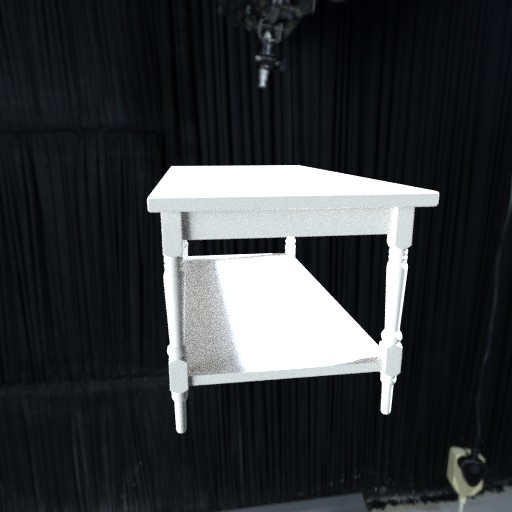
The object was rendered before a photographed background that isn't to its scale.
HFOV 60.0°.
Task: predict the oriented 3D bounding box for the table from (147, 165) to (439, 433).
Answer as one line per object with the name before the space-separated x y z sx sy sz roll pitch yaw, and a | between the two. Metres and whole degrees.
table | 0.000 0.000 1.406 0.550 0.510 1.107 -2 14 -8
